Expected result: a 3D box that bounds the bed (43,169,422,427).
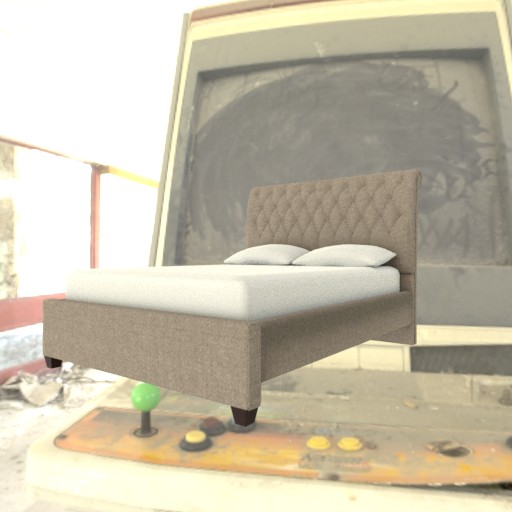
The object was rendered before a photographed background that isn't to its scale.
[{"bbox_3d":[0.000,0.000,3.152,1.645,1.371,2.252,0,0,37],"label":"bed"}]
